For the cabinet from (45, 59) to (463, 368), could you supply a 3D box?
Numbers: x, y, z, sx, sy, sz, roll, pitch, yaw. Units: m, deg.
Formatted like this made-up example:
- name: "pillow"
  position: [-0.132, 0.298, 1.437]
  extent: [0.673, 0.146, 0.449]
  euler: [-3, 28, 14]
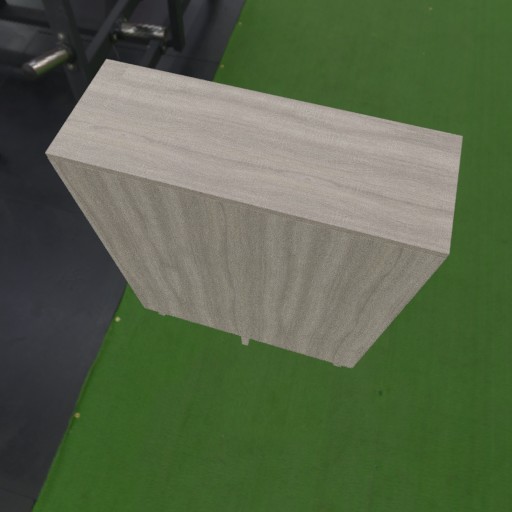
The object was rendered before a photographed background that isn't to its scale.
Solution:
- name: "cabinet"
  position: [0.000, 0.000, 1.867]
  extent: [1.111, 1.388, 0.398]
  euler: [15, 64, 7]
